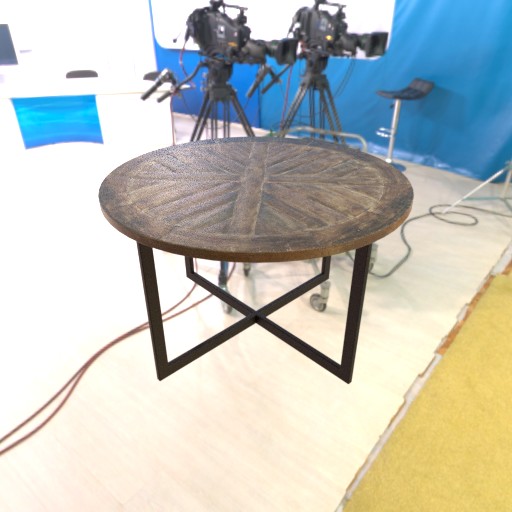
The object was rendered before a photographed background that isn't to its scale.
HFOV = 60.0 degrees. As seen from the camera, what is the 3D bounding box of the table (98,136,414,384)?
[{"bbox_3d":[0.000,0.000,2.045,1.264,0.762,1.264,0,30,0],"label":"table"}]
